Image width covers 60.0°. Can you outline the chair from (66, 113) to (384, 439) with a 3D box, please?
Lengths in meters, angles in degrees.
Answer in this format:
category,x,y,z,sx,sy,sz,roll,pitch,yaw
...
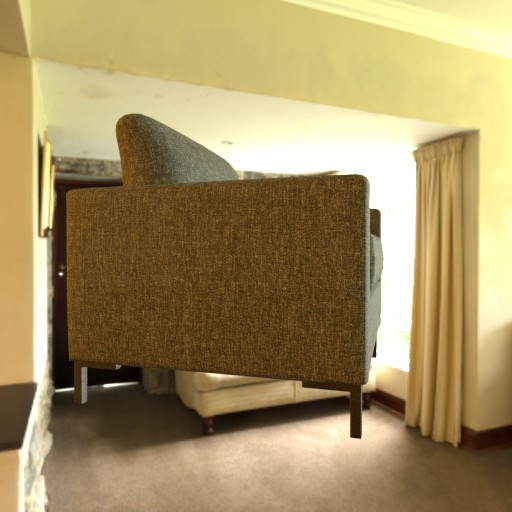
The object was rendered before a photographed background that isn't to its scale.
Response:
category,x,y,z,sx,sy,sz,roll,pitch,yaw
chair,0.000,0.000,1.586,0.866,0.861,0.963,0,0,18
